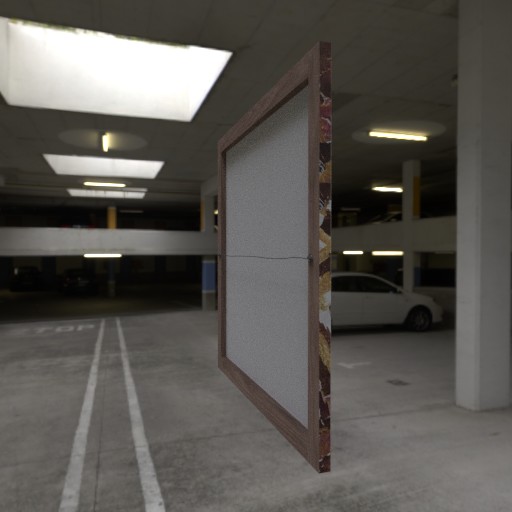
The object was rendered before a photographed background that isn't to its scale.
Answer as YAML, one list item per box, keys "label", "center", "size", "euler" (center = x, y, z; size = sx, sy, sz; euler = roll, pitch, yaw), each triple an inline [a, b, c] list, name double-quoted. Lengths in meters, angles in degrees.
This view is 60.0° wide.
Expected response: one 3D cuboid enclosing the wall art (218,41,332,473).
- label: "wall art"
  center: [0.000, 0.000, 1.141]
  size: [0.028, 0.762, 0.757]
  euler: [0, 1, -19]
